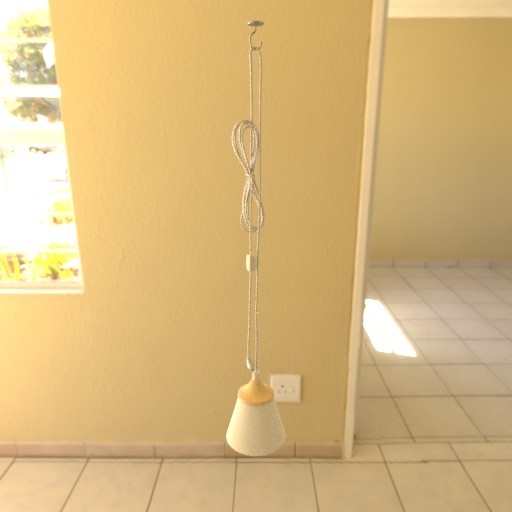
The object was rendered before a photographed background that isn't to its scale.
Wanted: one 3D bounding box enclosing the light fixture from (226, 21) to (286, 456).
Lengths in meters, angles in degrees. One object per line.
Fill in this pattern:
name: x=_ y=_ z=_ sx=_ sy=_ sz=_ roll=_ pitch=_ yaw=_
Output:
light fixture: x=0.000 y=0.000 z=1.016 sx=0.153 sy=0.966 sz=0.153 roll=-3 pitch=16 yaw=-9
